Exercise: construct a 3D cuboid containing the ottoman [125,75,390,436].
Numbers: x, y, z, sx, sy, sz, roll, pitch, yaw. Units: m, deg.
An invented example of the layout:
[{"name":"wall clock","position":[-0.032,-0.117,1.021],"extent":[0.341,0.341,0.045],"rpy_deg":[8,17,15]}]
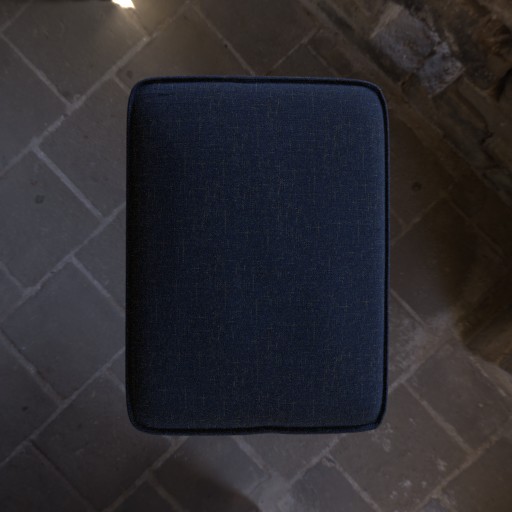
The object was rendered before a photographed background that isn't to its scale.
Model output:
[{"name":"ottoman","position":[0.000,0.000,1.095],"extent":[0.549,0.450,0.749],"rpy_deg":[0,90,-2]}]
